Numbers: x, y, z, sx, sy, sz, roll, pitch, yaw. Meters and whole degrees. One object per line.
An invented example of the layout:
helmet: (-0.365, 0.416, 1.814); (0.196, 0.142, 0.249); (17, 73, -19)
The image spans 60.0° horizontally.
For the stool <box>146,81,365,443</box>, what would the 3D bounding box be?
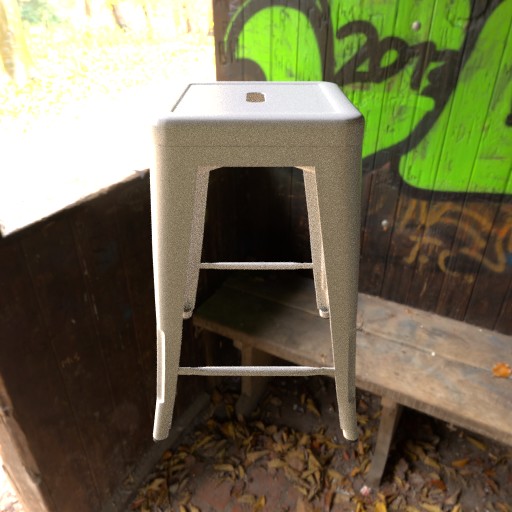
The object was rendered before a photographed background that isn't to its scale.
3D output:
stool: (0.000, 0.000, 0.883); (0.406, 0.610, 0.406); (0, 31, 0)
